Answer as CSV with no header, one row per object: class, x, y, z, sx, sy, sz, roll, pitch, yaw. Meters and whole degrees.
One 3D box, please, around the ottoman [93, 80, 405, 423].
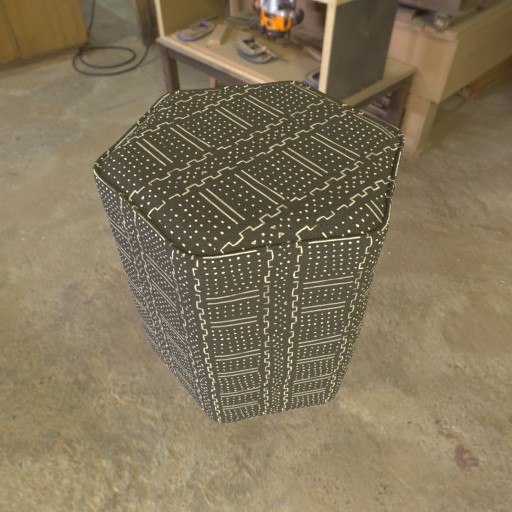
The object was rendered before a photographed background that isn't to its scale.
ottoman,0.000,0.000,0.857,0.443,0.502,0.494,-33,55,-27
